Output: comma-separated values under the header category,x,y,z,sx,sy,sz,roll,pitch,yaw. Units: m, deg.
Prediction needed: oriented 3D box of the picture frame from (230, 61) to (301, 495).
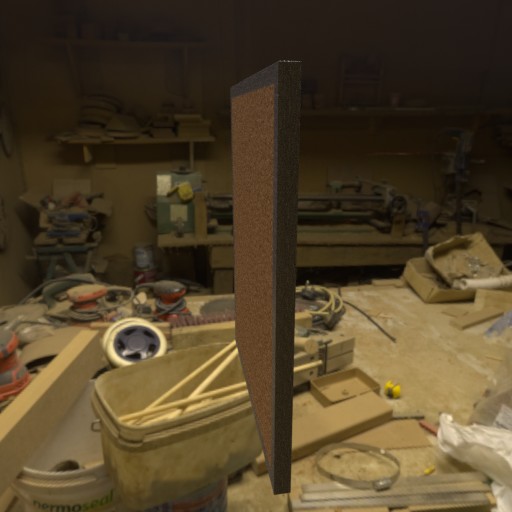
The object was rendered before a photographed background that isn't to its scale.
category,x,y,z,sx,sy,sz,roll,pitch,yaw
picture frame,0.000,0.000,0.751,0.029,0.559,0.454,-3,18,-9
